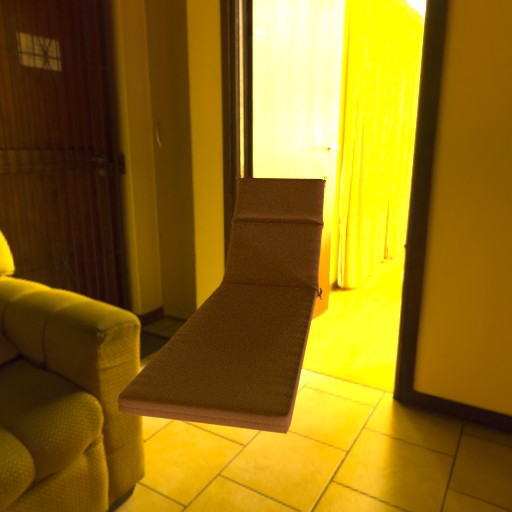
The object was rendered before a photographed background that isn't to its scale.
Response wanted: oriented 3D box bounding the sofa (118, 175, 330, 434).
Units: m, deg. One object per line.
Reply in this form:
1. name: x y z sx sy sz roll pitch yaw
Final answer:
1. sofa: 0.000 0.000 1.990 0.582 0.622 1.663 3 14 11
